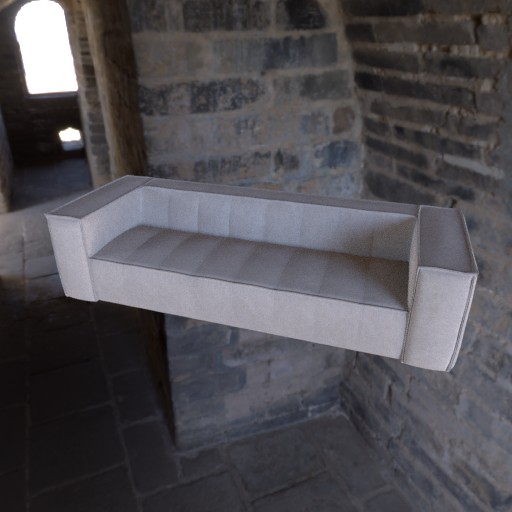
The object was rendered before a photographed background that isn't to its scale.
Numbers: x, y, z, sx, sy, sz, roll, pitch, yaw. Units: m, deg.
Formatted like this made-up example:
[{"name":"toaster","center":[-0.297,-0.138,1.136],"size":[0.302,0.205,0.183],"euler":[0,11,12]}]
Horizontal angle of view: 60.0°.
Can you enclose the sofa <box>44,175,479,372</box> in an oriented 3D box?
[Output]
[{"name":"sofa","center":[0.000,0.000,3.128],"size":[2.697,0.680,1.038],"euler":[8,28,16]}]
